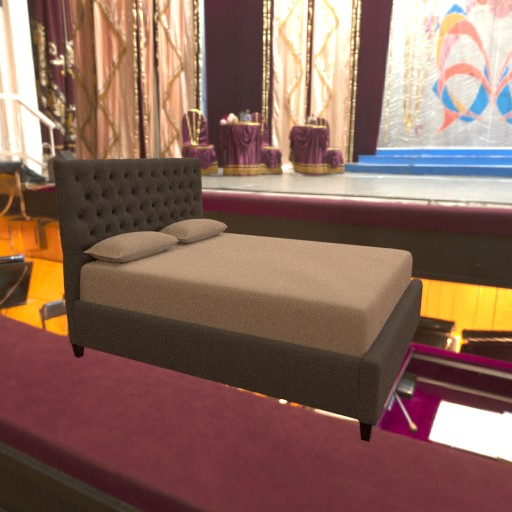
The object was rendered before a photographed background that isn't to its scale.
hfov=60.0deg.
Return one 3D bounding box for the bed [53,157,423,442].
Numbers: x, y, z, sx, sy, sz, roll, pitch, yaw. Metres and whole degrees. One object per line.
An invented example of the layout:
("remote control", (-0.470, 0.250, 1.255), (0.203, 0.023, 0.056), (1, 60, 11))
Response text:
("bed", (0.000, 0.000, 3.337), (2.231, 1.427, 1.698), (7, 15, 27))
